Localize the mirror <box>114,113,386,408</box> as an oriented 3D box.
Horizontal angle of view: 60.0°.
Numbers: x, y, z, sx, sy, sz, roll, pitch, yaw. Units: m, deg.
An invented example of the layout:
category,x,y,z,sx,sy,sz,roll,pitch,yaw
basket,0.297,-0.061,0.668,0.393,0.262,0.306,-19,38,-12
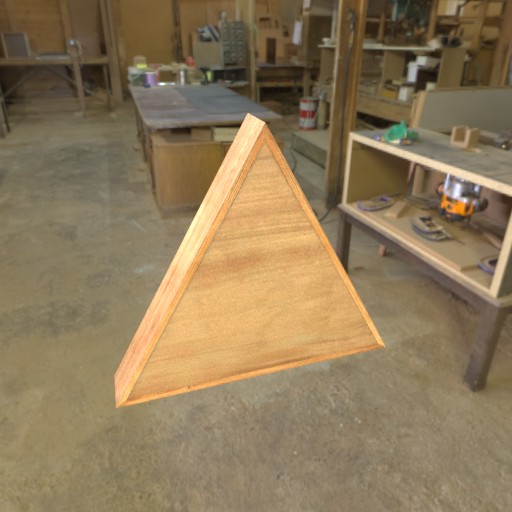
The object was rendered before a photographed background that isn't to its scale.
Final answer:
category,x,y,z,sx,sy,sz,roll,pitch,yaw
mirror,0.000,0.000,0.905,0.631,0.548,0.100,-8,28,-16
